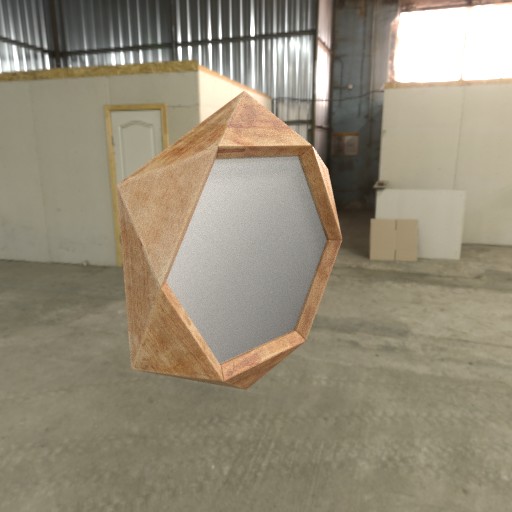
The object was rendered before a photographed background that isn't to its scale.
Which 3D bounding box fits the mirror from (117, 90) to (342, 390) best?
[{"bbox_3d":[0.000,0.000,1.100,0.675,0.779,0.091,-14,20,-43],"label":"mirror"}]
